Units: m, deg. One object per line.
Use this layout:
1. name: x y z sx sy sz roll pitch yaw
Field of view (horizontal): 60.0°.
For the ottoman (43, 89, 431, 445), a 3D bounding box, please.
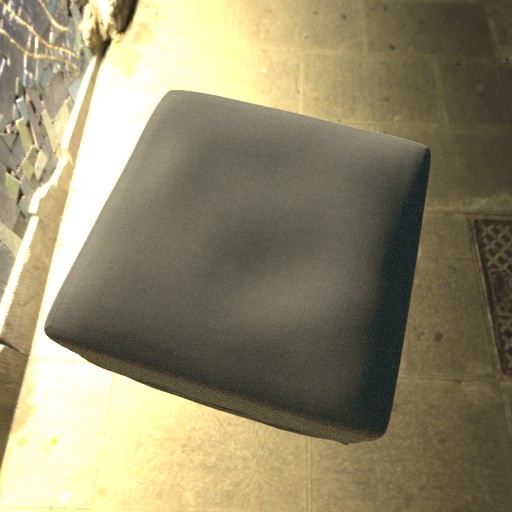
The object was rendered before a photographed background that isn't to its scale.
1. ottoman: 0.000 0.000 1.301 0.840 0.436 0.843 15 65 7
